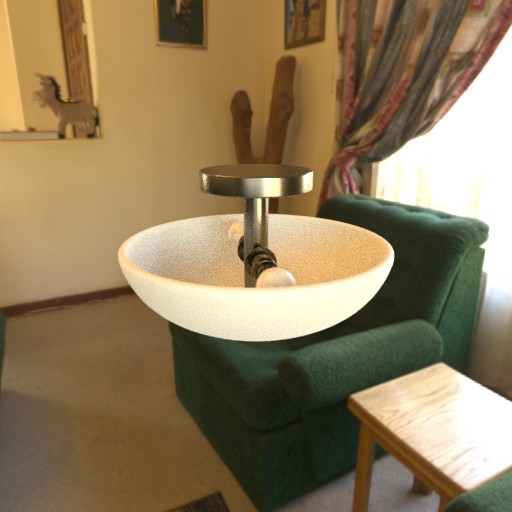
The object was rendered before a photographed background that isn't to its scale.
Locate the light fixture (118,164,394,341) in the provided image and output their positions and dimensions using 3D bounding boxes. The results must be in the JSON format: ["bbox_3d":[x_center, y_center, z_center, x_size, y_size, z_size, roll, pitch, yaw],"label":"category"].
[{"bbox_3d":[0.000,0.000,0.557,0.330,0.214,0.330,0,17,0],"label":"light fixture"}]
